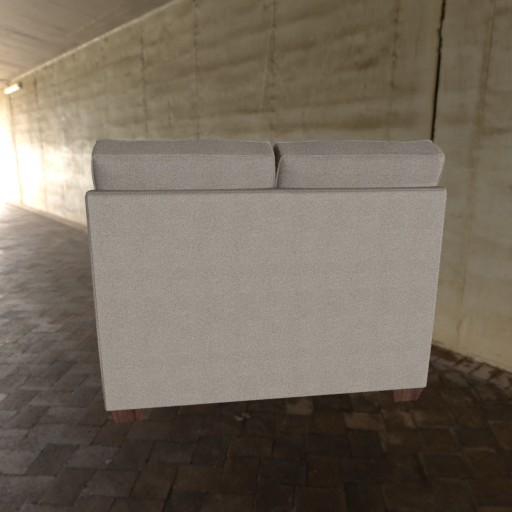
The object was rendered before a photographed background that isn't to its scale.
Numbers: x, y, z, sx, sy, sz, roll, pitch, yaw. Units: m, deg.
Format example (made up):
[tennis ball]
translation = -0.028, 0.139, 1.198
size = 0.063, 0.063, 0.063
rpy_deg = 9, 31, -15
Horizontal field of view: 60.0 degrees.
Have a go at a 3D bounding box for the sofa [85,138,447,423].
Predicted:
[sofa]
translation = 0.000, 0.000, 2.007
size = 1.232, 1.006, 0.978
rpy_deg = -2, 13, -8
